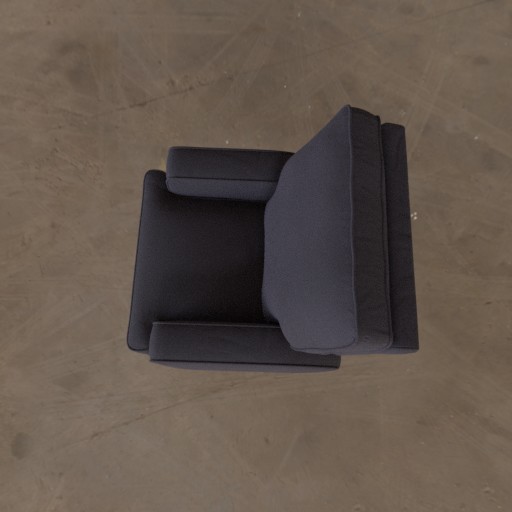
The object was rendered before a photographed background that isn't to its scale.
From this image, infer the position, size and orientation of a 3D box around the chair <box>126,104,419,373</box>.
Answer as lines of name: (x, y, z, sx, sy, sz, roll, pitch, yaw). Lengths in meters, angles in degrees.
chair: (0.000, 0.000, 1.715, 0.964, 0.962, 0.861, 2, 75, 0)
